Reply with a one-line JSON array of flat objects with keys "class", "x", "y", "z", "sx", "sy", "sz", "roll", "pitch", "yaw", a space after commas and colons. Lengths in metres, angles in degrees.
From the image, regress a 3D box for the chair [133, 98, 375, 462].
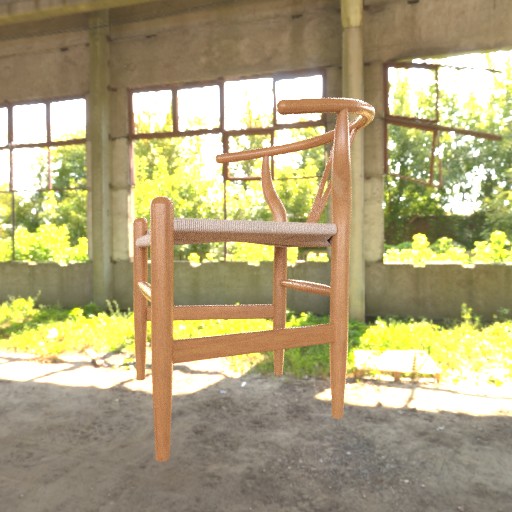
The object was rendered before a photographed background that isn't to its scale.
[{"class": "chair", "x": 0.000, "y": 0.000, "z": 1.137, "sx": 0.579, "sy": 0.730, "sz": 0.569, "roll": 0, "pitch": 1, "yaw": -19}]
